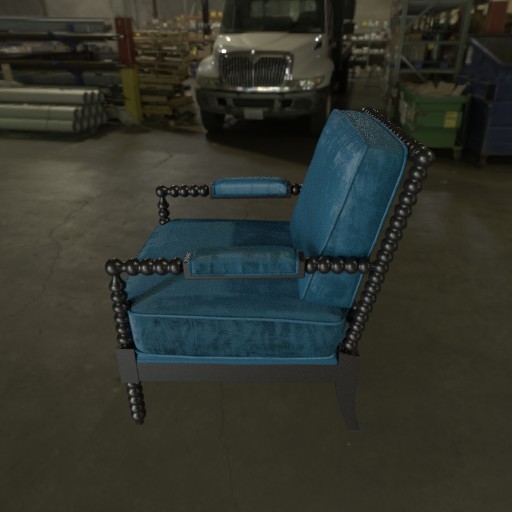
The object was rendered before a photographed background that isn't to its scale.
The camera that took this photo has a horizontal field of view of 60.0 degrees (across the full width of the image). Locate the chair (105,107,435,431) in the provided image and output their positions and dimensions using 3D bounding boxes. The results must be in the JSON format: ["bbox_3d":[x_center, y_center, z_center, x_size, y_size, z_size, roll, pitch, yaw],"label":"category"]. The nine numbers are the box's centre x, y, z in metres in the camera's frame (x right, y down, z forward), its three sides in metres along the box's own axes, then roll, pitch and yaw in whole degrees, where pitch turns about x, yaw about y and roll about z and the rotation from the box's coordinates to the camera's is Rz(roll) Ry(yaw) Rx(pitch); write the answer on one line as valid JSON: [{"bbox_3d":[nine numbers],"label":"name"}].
[{"bbox_3d":[0.000,0.000,1.437,0.805,0.857,0.688,0,27,1],"label":"chair"}]
